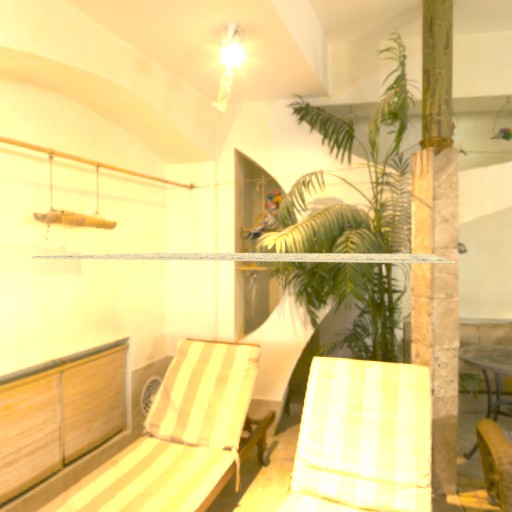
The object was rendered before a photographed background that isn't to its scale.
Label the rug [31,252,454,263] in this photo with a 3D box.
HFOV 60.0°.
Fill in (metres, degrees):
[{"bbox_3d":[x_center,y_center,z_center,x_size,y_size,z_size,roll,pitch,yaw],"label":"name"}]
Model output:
[{"bbox_3d":[0.000,0.000,3.543,2.746,0.018,1.819,0,1,19],"label":"rug"}]
